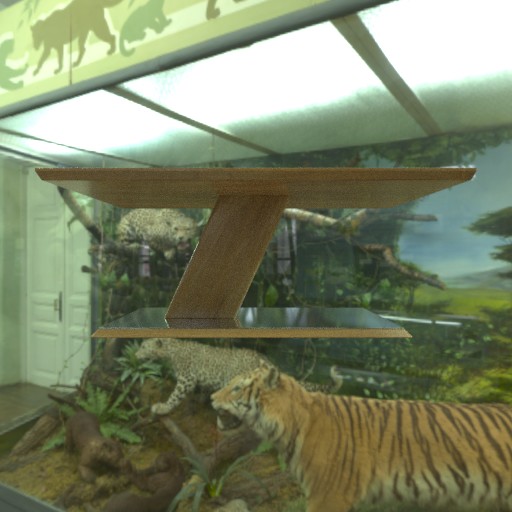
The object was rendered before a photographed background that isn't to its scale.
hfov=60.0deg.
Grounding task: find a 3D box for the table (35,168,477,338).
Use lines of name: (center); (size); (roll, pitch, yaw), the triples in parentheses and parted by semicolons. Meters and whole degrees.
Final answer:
table: (0.000, 0.000, 1.448); (1.100, 0.441, 0.692); (0, 0, 0)
